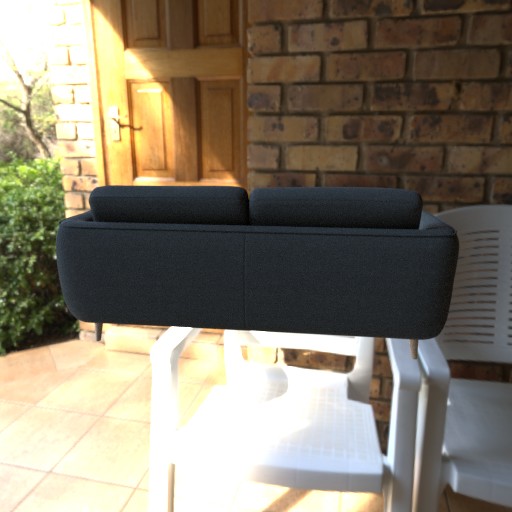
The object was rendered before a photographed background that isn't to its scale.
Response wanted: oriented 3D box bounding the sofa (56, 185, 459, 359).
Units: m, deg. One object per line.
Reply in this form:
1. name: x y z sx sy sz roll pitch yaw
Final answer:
1. sofa: 0.000 0.000 2.527 2.000 0.850 0.920 2 15 7
